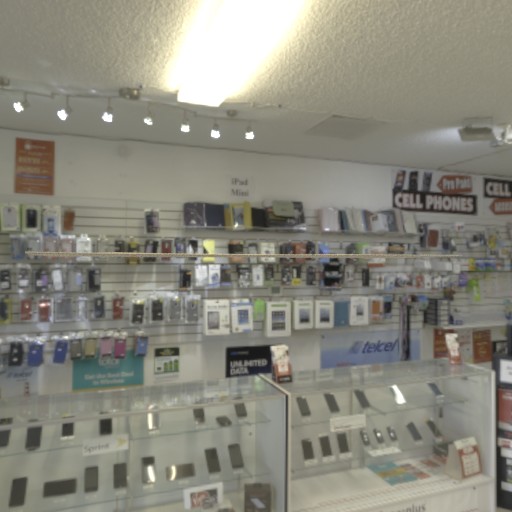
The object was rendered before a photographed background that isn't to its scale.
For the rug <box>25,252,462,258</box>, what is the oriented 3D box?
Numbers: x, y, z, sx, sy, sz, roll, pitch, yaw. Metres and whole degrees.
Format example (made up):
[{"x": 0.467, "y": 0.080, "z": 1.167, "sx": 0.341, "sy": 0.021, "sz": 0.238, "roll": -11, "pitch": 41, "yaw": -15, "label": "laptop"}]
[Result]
[{"x": 0.000, "y": 0.000, "z": 2.739, "sx": 2.442, "sy": 0.016, "sz": 0.770, "roll": 0, "pitch": -1, "yaw": -18, "label": "rug"}]
